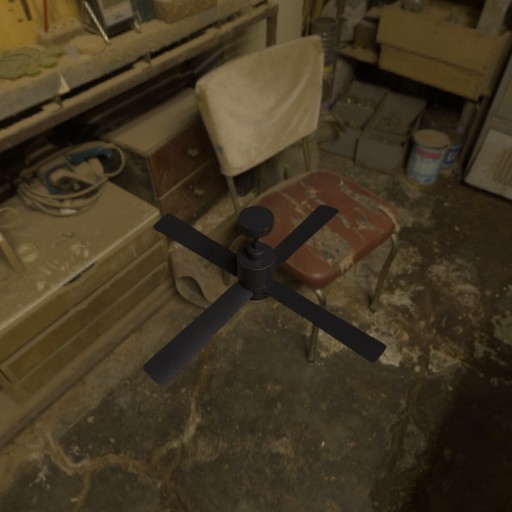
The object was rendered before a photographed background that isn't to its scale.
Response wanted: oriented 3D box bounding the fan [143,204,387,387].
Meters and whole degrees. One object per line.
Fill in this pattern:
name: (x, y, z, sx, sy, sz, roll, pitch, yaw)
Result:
fan: (0.000, 0.000, 2.298, 1.525, 0.534, 1.525, 31, 54, 26)
